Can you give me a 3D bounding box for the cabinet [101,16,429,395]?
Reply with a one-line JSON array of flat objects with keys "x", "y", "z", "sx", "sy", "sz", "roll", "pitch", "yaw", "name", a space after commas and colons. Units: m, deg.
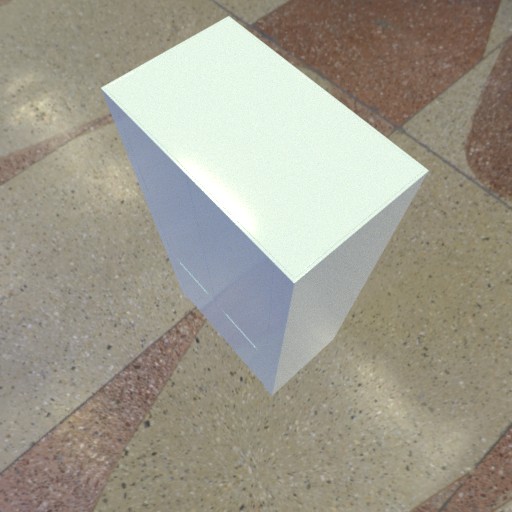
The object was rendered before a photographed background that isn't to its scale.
[{"x": 0.000, "y": 0.000, "z": 2.324, "sx": 0.580, "sy": 1.920, "sz": 0.980, "roll": -38, "pitch": 70, "yaw": -17, "name": "cabinet"}]
